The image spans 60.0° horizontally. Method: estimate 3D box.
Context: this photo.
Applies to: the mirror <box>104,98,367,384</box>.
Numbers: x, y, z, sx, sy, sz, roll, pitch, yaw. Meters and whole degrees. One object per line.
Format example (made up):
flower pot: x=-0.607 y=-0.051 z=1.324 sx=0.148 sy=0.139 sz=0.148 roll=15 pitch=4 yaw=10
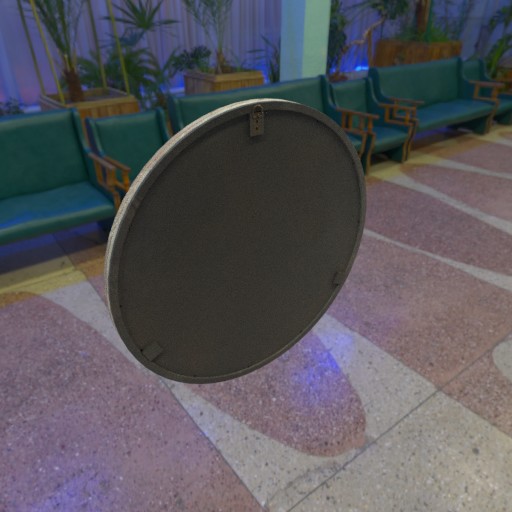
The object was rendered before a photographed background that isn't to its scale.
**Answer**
mirror: x=0.000 y=0.000 z=1.057 sx=0.710 sy=0.710 sz=0.038 roll=-19 pitch=36 yaw=-29
